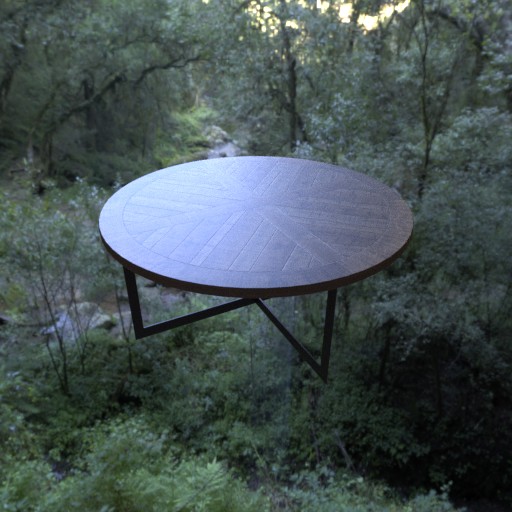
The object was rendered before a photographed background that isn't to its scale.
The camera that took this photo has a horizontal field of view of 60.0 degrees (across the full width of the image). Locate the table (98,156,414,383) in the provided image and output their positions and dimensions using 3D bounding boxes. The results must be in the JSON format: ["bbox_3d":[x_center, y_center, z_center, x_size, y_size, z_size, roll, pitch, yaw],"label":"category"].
[{"bbox_3d":[0.000,0.000,1.987,1.264,0.516,1.264,0,30,0],"label":"table"}]
